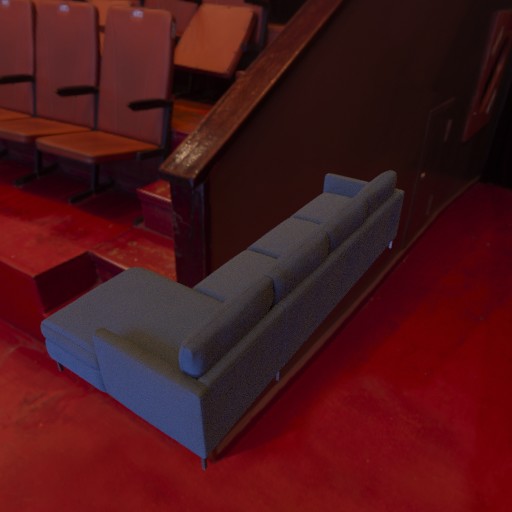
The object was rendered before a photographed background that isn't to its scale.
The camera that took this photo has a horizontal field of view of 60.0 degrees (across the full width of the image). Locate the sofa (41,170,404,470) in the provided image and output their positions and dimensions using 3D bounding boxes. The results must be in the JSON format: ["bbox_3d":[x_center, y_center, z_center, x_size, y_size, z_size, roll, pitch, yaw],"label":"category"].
[{"bbox_3d":[0.000,0.000,3.247,1.255,0.756,2.725,20,37,29],"label":"sofa"}]
